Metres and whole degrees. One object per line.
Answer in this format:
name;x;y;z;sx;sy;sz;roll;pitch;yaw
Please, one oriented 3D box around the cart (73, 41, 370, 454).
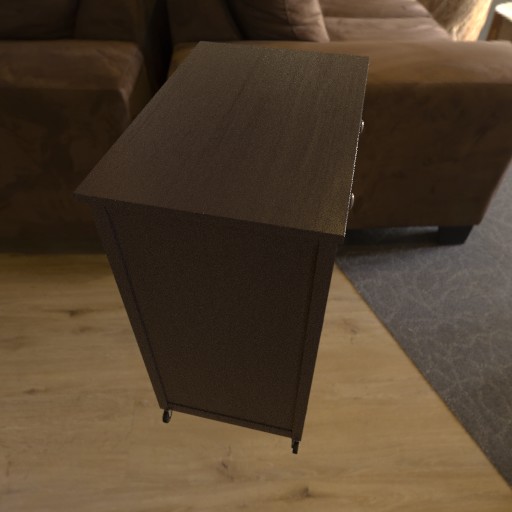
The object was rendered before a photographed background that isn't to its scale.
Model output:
cart;0.000;0.000;1.227;0.449;0.878;0.690;10;47;9
